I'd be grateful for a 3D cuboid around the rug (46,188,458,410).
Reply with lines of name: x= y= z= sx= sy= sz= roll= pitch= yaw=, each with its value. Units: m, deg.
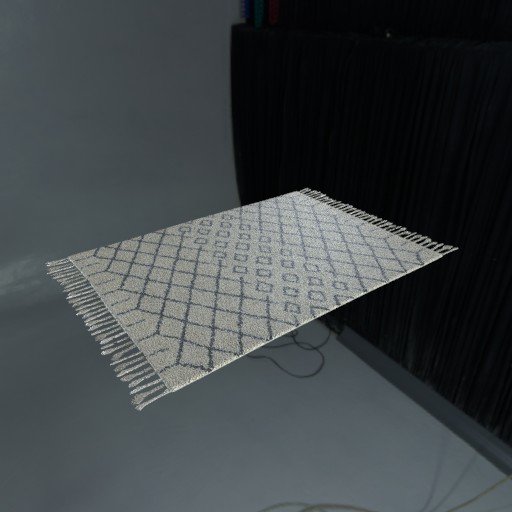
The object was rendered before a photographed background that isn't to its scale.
rug: x=0.000 y=0.000 z=3.260 sx=2.615 sy=0.029 sz=1.664 roll=-20 pitch=35 yaw=-32
